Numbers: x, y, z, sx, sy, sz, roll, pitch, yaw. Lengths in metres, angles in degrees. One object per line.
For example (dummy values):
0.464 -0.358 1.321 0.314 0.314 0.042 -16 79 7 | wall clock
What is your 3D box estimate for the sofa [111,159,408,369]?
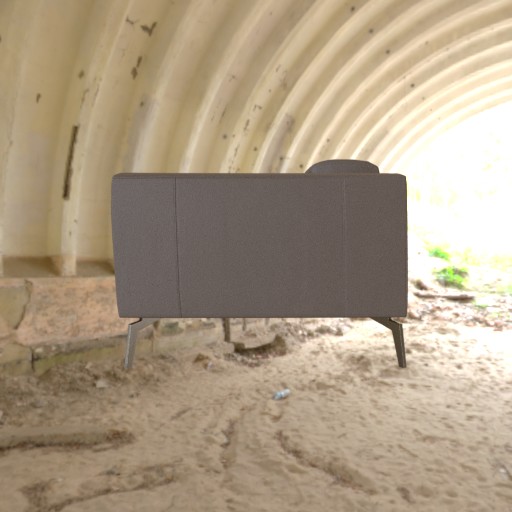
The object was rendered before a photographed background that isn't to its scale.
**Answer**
0.000 0.000 2.376 1.003 0.779 1.895 0 -1 -1 | sofa
